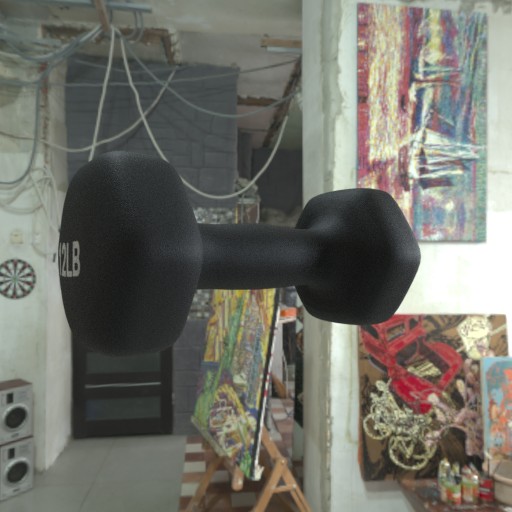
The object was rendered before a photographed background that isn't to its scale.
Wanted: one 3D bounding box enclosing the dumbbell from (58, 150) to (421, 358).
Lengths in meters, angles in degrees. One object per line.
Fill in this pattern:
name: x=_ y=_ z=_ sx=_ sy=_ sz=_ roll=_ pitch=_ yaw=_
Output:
dumbbell: x=0.000 y=0.000 z=0.287 sx=0.231 sy=0.101 sz=0.112 roll=0 pitch=-1 yaw=-36
